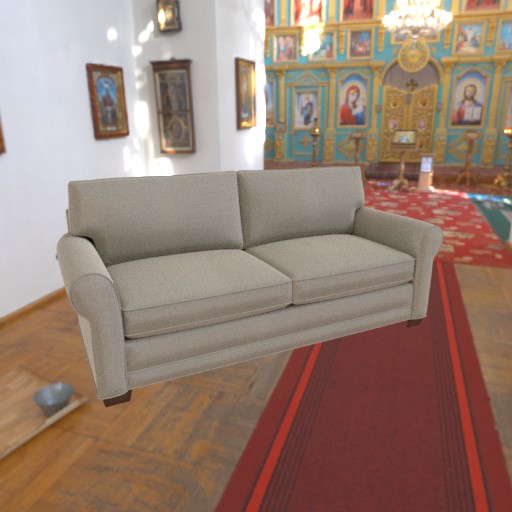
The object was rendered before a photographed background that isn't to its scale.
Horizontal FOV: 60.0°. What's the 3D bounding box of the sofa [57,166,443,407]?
[{"bbox_3d":[0.000,0.000,2.655,2.146,0.962,0.901,-8,18,-25],"label":"sofa"}]
